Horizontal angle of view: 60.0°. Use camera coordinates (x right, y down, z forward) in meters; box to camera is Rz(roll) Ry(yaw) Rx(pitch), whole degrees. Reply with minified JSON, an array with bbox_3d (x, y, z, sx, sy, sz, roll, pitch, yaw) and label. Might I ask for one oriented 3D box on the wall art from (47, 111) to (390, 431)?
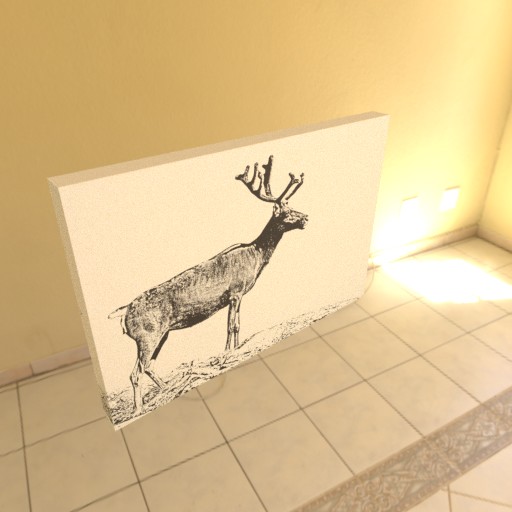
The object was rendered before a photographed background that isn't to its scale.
[{"bbox_3d":[0.000,0.000,0.785,0.608,0.414,0.042,-21,36,-32],"label":"wall art"}]
